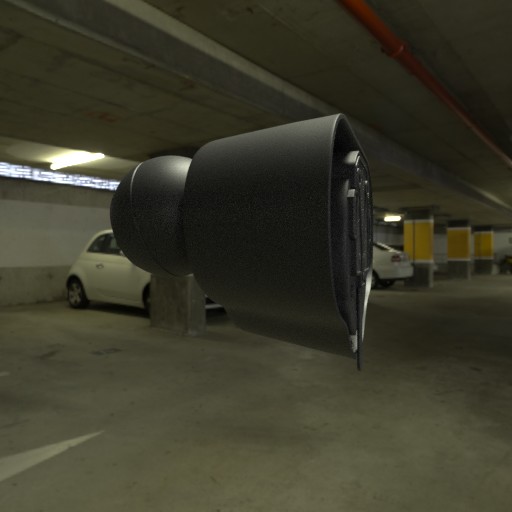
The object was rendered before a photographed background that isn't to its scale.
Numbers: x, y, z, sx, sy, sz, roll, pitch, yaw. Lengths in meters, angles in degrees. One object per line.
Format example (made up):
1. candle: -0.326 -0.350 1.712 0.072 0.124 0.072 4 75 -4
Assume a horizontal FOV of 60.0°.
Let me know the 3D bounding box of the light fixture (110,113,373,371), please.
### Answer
1. light fixture: 0.000 0.000 0.334 0.159 0.159 0.229 0 0 20
